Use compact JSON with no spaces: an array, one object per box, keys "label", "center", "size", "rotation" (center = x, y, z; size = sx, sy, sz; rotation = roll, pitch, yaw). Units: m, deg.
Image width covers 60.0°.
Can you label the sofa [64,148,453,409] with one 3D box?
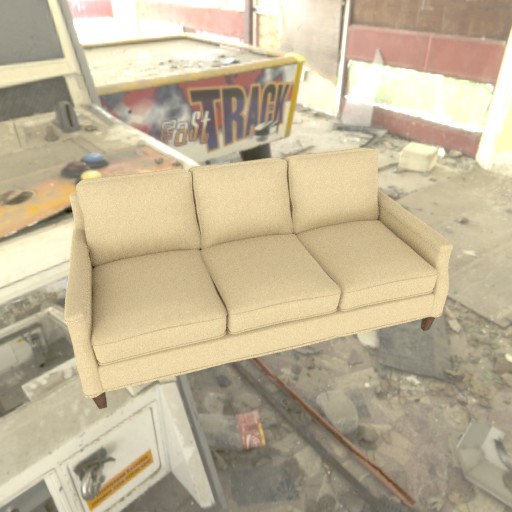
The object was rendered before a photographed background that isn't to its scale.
[{"label":"sofa","center":[0.000,0.000,2.851],"size":[2.246,1.003,1.084],"rotation":[-10,34,-15]}]
